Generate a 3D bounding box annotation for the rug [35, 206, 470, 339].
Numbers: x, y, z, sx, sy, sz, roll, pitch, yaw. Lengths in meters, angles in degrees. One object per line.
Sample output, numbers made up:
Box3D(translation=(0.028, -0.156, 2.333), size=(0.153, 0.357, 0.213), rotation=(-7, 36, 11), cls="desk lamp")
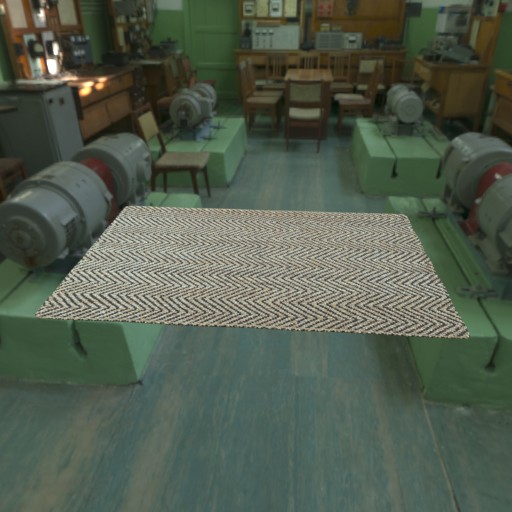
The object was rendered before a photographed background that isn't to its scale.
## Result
Box3D(translation=(0.000, 0.000, 2.361), size=(1.828, 0.008, 1.219), rotation=(2, 29, 4), cls="rug")
